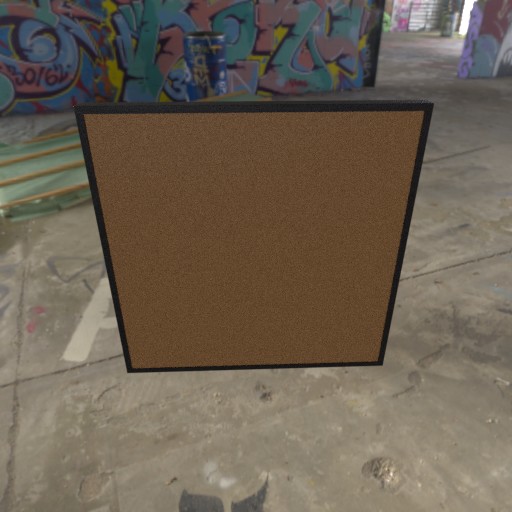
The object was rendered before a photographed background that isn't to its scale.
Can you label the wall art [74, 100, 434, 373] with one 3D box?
[{"bbox_3d":[0.000,0.000,1.145,0.763,0.763,0.039,-1,30,-2],"label":"wall art"}]
